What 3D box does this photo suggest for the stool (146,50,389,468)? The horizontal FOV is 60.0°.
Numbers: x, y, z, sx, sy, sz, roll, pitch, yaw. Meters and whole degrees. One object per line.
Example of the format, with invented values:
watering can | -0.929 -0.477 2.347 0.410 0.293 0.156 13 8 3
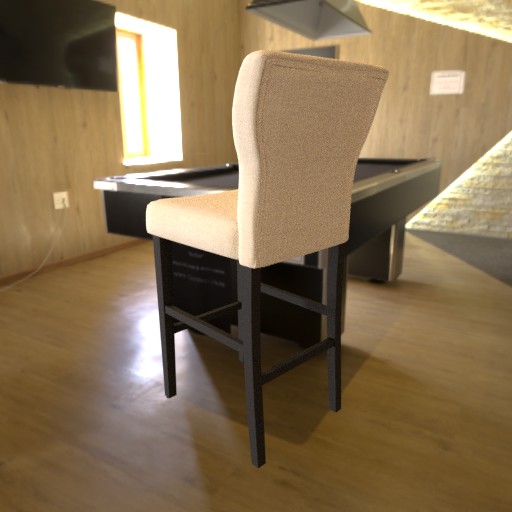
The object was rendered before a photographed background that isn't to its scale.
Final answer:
stool | 0.000 0.000 1.427 0.516 1.124 0.603 -15 22 -42
